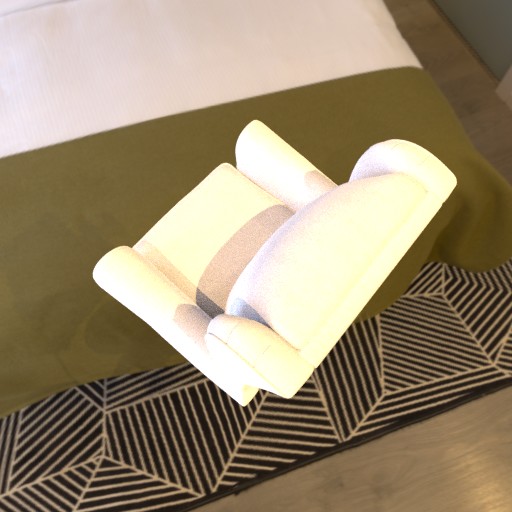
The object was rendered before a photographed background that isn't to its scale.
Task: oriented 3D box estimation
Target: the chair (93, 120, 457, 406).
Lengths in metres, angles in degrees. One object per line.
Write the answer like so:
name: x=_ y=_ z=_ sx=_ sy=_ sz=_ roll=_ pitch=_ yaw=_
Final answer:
chair: x=0.000 y=0.000 z=1.638 sx=0.854 sy=0.967 sz=0.906 roll=37 pitch=70 yaw=16
